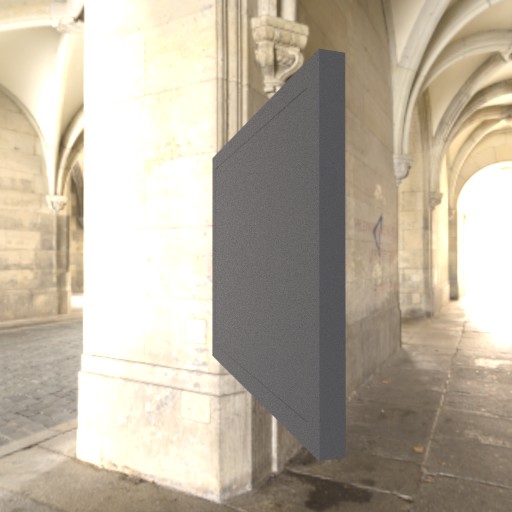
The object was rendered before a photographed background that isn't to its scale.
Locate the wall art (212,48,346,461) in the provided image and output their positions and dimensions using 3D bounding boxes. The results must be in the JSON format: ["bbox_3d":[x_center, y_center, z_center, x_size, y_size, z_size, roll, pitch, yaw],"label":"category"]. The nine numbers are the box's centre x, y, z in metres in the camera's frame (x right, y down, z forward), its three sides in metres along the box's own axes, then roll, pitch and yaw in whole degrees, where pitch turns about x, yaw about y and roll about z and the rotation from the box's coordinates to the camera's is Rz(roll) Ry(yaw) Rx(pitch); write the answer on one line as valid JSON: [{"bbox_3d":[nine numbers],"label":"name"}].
[{"bbox_3d":[0.000,0.000,0.549,0.024,0.329,0.404,0,0,-18],"label":"wall art"}]
